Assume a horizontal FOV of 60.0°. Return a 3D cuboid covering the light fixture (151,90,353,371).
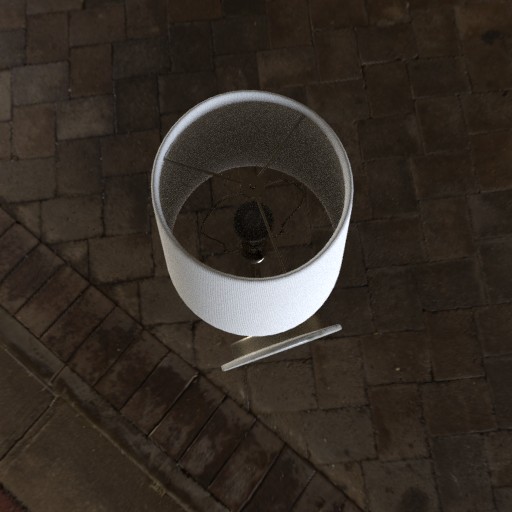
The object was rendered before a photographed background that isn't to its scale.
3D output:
[{"bbox_3d":[0.000,0.000,0.437,0.168,0.337,0.188,-19,77,-4],"label":"light fixture"}]
